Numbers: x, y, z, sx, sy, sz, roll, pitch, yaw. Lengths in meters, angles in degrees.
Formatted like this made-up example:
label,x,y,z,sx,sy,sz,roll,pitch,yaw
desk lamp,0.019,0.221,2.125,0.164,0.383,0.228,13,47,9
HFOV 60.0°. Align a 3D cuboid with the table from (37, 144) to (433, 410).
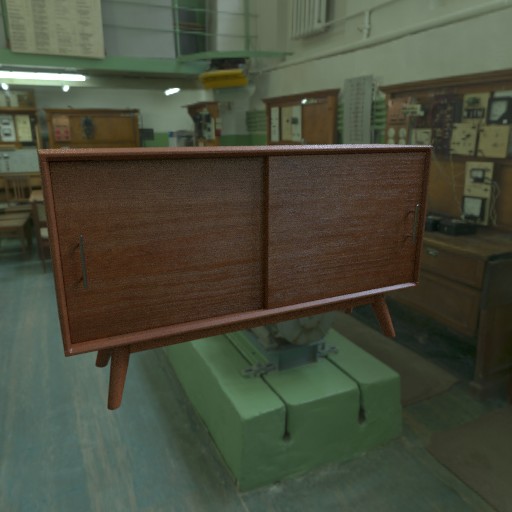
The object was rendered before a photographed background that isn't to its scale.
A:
label,x,y,z,sx,sy,sz,roll,pitch,yaw
table,0.000,0.000,1.464,1.220,0.698,0.308,-8,17,-25
